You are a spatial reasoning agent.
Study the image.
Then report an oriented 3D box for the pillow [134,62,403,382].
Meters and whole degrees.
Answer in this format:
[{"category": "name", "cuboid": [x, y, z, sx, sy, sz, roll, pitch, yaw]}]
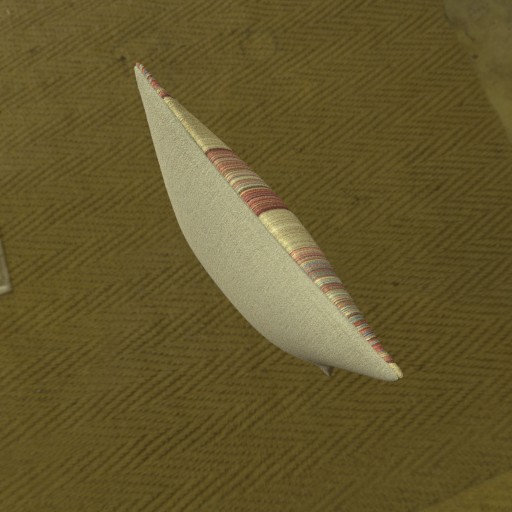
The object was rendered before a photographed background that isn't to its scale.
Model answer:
[{"category": "pillow", "cuboid": [0.000, 0.000, 0.645, 0.136, 0.419, 0.437, -38, 79, -9]}]
